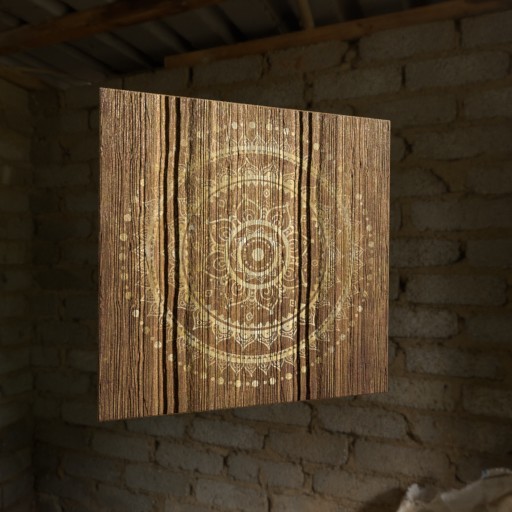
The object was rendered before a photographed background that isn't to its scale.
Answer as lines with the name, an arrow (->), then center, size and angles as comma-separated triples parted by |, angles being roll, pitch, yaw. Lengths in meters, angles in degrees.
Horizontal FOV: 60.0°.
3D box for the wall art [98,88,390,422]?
wall art -> 0.000, 0.000, 0.908 | 0.611, 0.608, 0.042 | 0, 0, -18
